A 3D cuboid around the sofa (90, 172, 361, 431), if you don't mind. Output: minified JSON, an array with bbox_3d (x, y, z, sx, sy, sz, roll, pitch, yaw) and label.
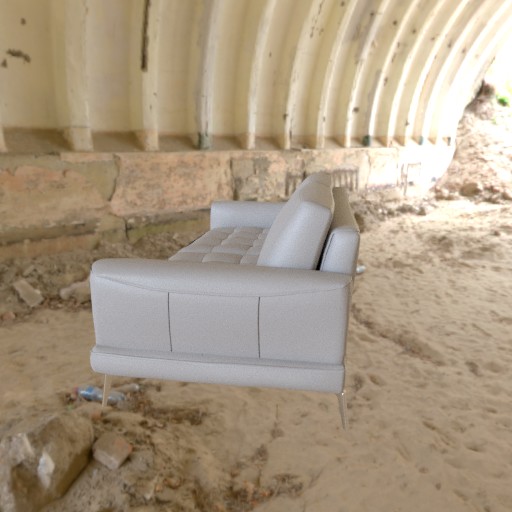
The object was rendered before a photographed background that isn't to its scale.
[{"bbox_3d":[0.000,0.000,2.734,1.121,0.930,2.177,2,15,9],"label":"sofa"}]
